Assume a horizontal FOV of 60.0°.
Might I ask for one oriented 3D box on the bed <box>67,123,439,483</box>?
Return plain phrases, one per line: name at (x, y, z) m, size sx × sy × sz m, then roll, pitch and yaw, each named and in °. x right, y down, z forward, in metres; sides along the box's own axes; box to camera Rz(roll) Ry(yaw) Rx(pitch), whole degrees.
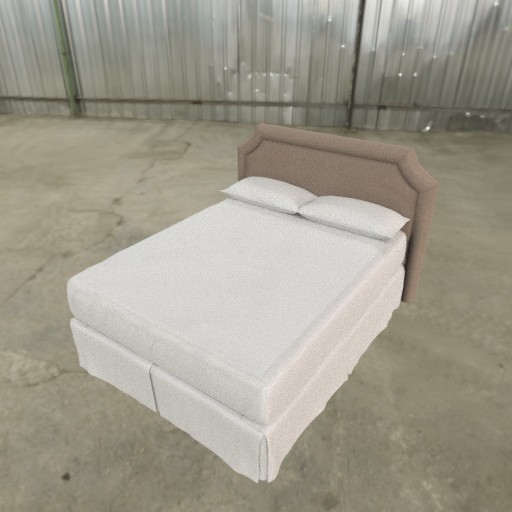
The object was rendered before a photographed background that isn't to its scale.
bed at (0.000, 0.000, 3.178) m, size 1.828 × 1.303 × 2.164 m, roll 19°, pitch 35°, yaw 30°
